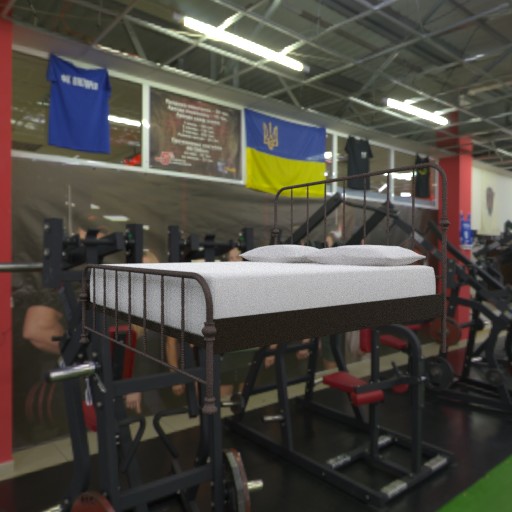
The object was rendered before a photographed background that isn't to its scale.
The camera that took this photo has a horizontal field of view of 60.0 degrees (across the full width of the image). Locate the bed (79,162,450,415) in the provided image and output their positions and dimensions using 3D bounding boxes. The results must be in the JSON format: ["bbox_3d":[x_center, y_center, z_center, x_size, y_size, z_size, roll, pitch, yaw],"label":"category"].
[{"bbox_3d":[0.000,0.000,3.488,2.134,1.446,2.044,-1,1,-37],"label":"bed"}]
